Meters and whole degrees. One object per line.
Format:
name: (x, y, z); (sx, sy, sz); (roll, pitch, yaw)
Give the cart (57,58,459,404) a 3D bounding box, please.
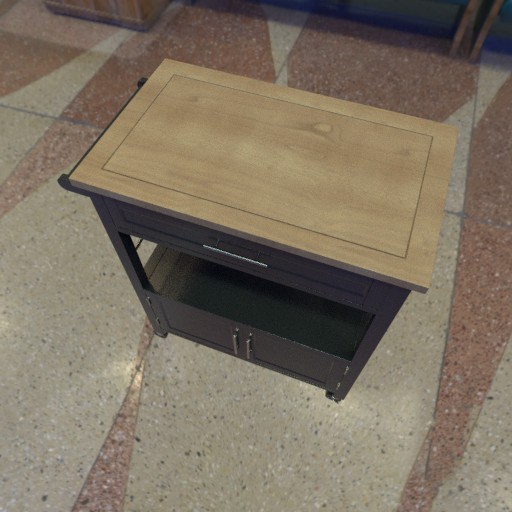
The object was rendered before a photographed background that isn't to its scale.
cart: (0.000, 0.000, 1.375); (0.840, 0.901, 0.459); (17, 59, 11)
